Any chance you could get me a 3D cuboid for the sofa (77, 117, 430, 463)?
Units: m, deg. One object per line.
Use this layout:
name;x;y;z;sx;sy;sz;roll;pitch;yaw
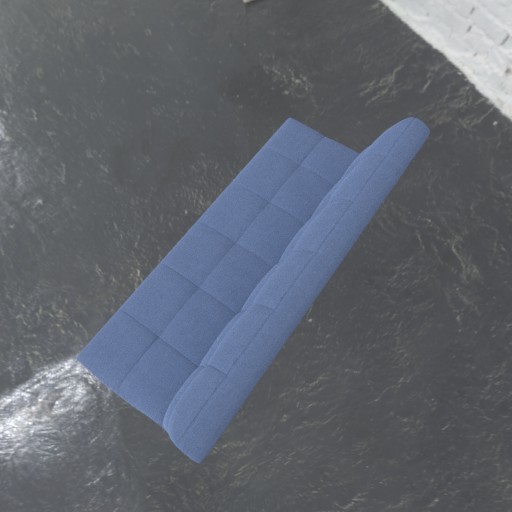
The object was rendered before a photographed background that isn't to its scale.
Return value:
sofa;0.000;0.000;2.213;0.796;0.800;1.800;33;69;15
